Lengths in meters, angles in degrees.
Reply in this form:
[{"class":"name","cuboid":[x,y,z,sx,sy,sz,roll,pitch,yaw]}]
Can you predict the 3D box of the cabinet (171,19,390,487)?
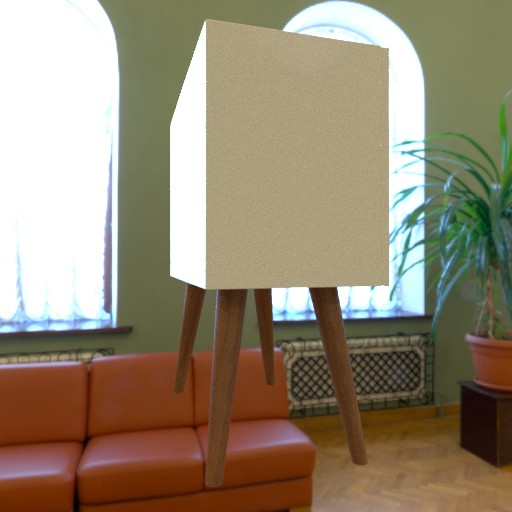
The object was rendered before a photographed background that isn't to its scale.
[{"class":"cabinet","cuboid":[0.000,0.000,1.052,0.344,0.772,0.591,0,0,-16]}]
